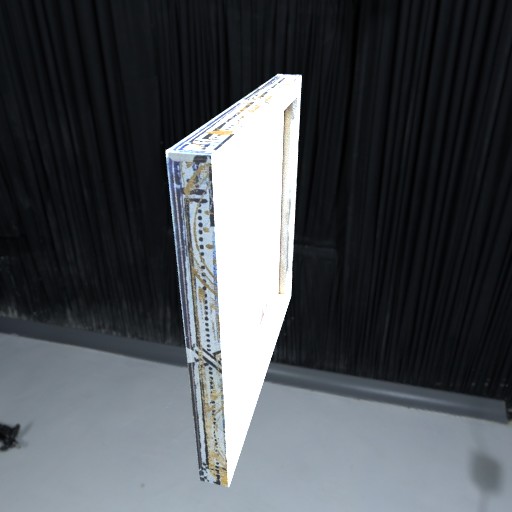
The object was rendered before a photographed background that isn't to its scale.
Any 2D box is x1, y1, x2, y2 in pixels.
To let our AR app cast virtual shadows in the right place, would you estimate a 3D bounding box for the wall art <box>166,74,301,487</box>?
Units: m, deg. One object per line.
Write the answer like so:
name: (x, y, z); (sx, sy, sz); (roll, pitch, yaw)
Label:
wall art: (0.000, 0.000, 0.607); (0.038, 0.410, 0.411); (7, 31, 12)
